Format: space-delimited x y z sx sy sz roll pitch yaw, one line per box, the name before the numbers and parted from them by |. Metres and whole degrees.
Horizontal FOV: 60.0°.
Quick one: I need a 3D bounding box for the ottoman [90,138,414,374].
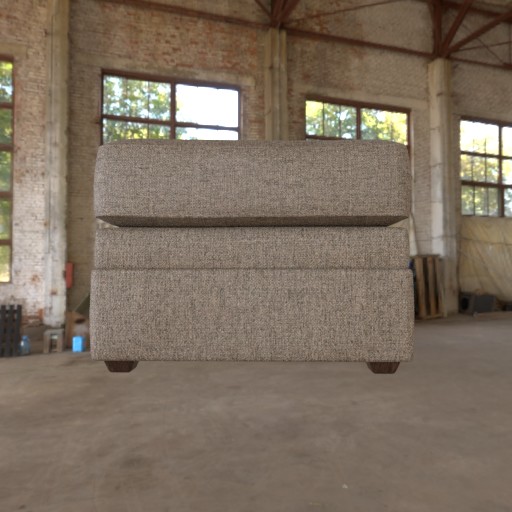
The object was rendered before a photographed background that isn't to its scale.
ottoman | 0.000 0.000 1.254 0.637 0.478 0.885 0 -2 1
